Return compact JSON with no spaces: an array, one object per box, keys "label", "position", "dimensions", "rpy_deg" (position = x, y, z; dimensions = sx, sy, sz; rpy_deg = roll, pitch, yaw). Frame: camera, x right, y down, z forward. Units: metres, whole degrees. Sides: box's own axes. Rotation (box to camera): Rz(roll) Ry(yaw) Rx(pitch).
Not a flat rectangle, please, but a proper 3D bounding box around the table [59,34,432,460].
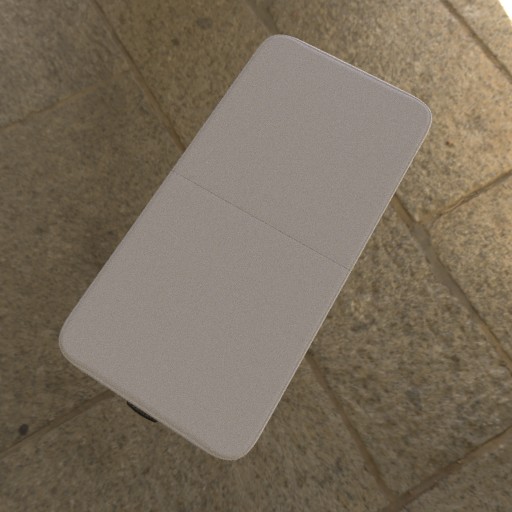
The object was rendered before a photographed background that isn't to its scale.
[{"label":"table","position":[0.000,0.000,1.646],"dimensions":[0.611,0.737,1.245],"rpy_deg":[30,77,8]}]
